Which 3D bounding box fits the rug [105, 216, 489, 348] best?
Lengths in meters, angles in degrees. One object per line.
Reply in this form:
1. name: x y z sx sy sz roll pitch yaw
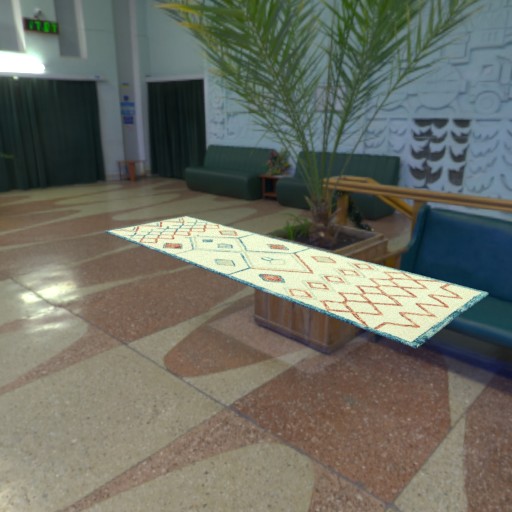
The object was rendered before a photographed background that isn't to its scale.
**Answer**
1. rug: 0.000 0.000 2.710 0.750 0.011 2.435 -17 24 -42
